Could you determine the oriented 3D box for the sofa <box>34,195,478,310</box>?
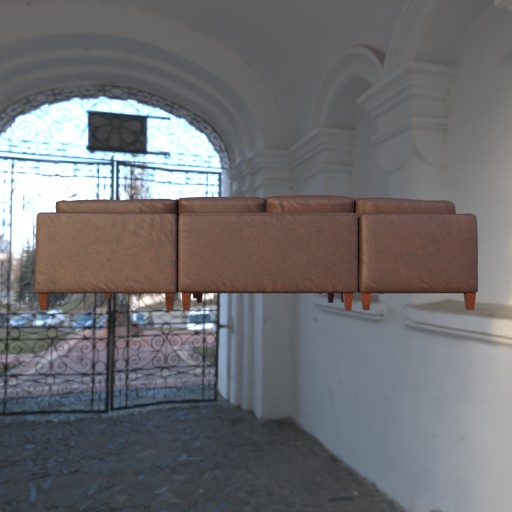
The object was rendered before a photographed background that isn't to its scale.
[{"bbox_3d":[0.000,0.000,4.676,3.460,0.923,2.593,0,-2,0],"label":"sofa"}]
